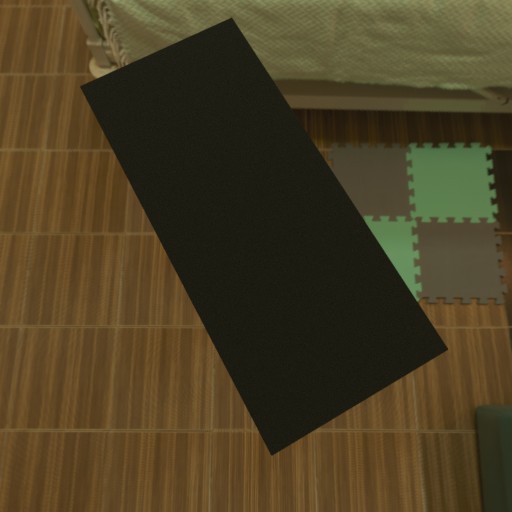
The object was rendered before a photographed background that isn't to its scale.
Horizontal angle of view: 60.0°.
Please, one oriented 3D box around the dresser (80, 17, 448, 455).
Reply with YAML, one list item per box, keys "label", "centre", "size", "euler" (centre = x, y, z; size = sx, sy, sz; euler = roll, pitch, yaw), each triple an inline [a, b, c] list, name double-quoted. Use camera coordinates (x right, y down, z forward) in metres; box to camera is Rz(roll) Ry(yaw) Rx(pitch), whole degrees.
- label: "dresser"
  centre: [0.000, 0.000, 1.136]
  size: [0.360, 0.720, 0.750]
  euler: [-28, 77, -7]
